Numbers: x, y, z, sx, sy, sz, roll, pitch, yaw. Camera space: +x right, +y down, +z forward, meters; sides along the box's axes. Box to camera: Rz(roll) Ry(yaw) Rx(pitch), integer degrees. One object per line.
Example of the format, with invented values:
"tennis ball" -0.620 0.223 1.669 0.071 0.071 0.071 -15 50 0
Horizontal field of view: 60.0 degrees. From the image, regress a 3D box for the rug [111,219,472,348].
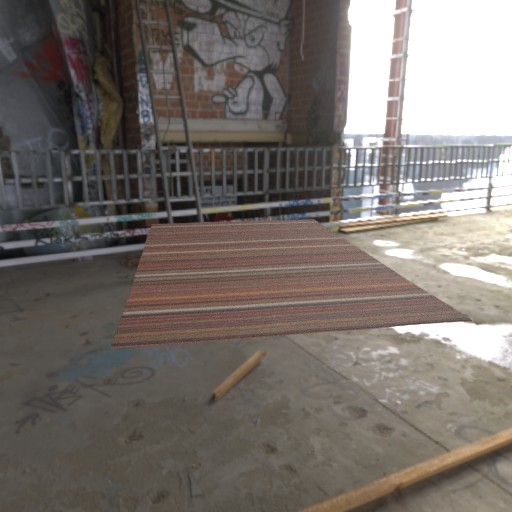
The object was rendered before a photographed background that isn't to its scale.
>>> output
"rug" 0.000 0.000 2.970 1.523 0.008 2.438 -2 16 -9
